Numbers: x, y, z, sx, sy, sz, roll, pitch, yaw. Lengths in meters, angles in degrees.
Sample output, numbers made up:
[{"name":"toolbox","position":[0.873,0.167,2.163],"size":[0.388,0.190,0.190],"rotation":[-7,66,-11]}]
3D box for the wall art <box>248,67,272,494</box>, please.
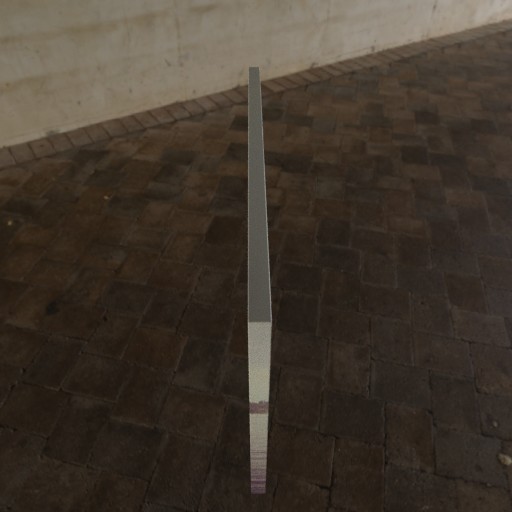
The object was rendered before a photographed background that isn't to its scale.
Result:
[{"name":"wall art","position":[0.000,0.000,0.756],"size":[0.021,0.410,0.615],"rotation":[0,43,0]}]
